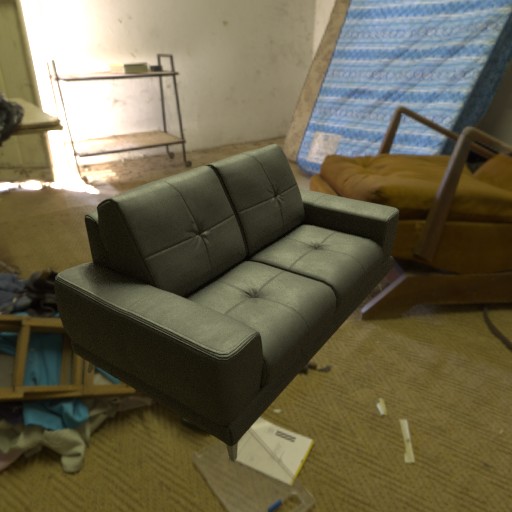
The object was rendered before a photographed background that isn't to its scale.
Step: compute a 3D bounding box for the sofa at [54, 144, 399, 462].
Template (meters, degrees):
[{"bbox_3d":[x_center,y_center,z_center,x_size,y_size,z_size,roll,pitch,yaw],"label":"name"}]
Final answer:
[{"bbox_3d":[0.000,0.000,2.398,1.018,0.907,1.806,17,31,31],"label":"sofa"}]
